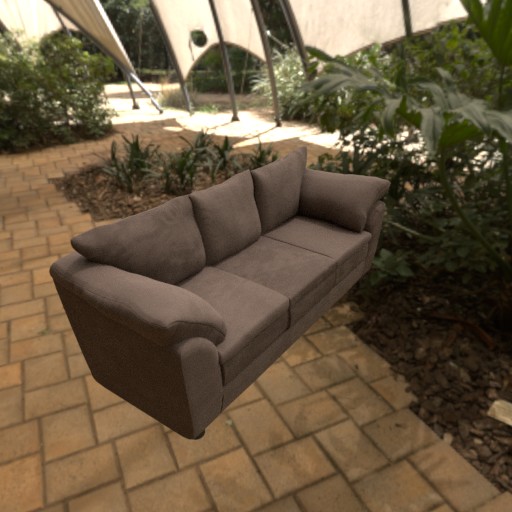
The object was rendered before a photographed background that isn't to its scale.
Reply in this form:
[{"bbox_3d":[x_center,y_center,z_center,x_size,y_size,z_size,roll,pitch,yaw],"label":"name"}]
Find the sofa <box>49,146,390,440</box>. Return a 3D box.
[{"bbox_3d":[0.000,0.000,2.850,0.893,0.981,2.377,17,31,31],"label":"sofa"}]
